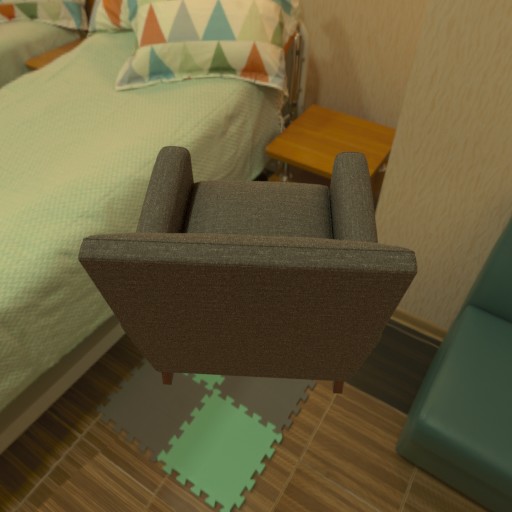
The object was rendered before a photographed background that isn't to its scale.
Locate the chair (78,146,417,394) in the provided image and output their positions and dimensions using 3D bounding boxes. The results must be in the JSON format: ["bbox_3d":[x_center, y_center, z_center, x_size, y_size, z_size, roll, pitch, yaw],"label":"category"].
[{"bbox_3d":[0.000,0.000,1.595,0.838,0.885,0.875,2,46,2],"label":"chair"}]
